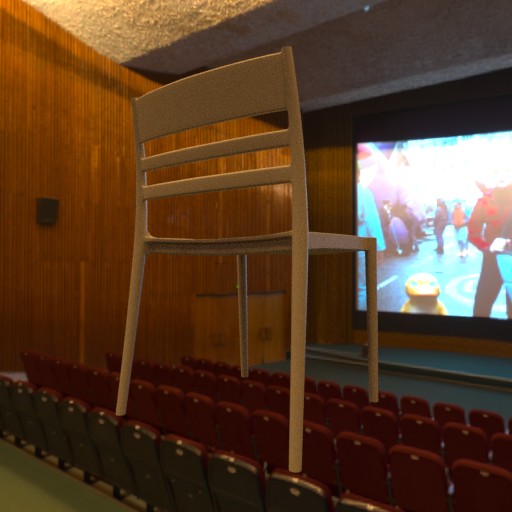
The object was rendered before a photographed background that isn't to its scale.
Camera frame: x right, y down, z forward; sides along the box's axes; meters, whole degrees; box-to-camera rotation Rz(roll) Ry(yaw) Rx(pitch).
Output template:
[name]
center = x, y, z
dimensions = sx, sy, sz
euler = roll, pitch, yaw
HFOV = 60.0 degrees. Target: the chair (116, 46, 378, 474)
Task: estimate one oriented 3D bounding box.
[chair]
center = 0.000, 0.000, 1.154
dimensions = 0.531, 0.800, 0.511
euler = -1, -1, 36
